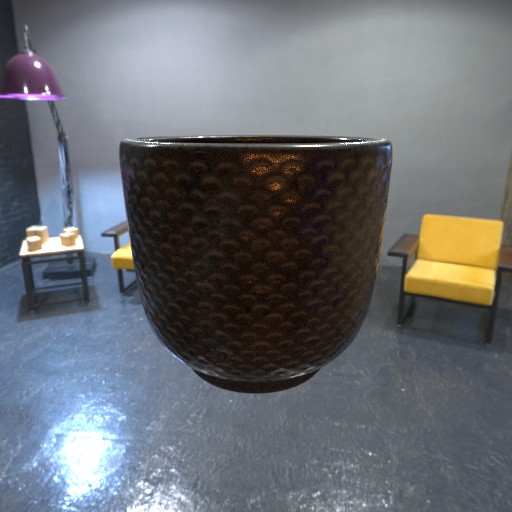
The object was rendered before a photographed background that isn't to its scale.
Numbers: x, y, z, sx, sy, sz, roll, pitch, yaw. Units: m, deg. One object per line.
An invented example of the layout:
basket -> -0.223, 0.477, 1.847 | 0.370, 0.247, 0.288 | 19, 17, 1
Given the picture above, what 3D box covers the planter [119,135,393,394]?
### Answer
planter -> 0.000, 0.000, 0.252 | 0.140, 0.129, 0.140 | 0, 17, 0
